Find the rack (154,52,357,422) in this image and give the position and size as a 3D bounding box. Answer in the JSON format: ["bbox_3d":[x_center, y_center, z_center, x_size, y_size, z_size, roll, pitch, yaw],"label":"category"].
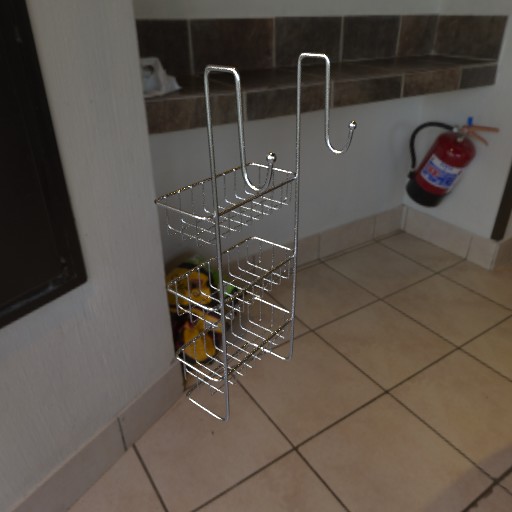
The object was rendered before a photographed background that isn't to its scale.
[{"bbox_3d":[0.000,0.000,0.698,0.202,0.574,0.228,21,35,32],"label":"rack"}]
